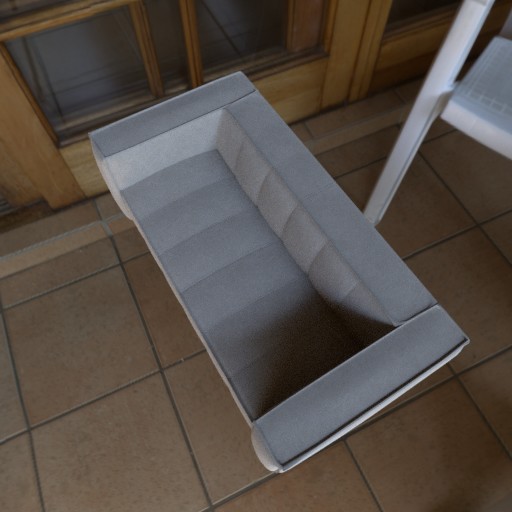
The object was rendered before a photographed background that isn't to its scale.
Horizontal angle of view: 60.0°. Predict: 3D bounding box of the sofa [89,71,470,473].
[{"bbox_3d":[0.000,0.000,2.455,1.038,0.680,1.995,-28,66,-14],"label":"sofa"}]
